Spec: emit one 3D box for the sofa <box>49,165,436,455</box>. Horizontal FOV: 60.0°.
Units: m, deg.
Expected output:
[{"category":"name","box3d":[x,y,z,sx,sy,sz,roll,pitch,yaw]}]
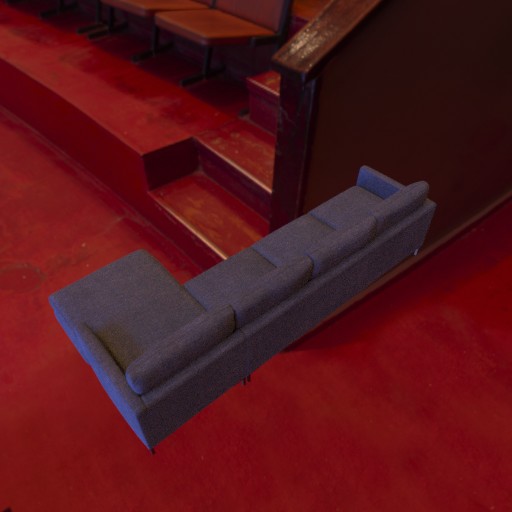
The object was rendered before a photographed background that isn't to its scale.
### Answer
[{"category":"sofa","box3d":[0.000,0.000,3.567,2.932,0.810,1.350,-31,52,-27]}]
